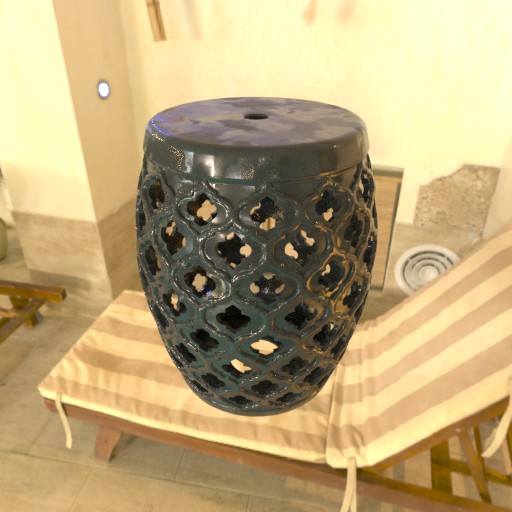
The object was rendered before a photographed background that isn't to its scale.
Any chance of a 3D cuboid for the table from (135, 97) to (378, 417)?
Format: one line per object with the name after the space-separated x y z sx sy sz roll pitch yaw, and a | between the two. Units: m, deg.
0.000 0.000 0.630 0.325 0.388 0.325 0 30 0 | table
